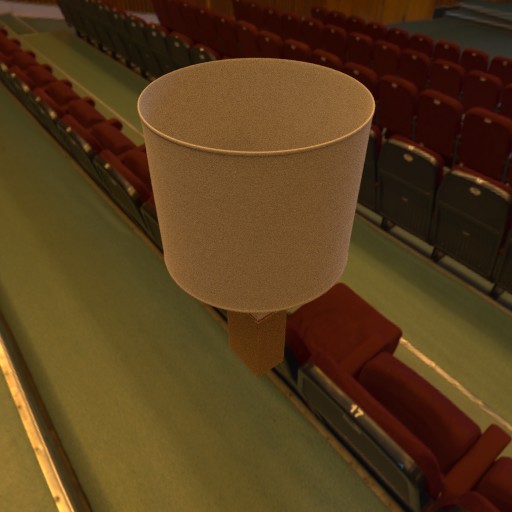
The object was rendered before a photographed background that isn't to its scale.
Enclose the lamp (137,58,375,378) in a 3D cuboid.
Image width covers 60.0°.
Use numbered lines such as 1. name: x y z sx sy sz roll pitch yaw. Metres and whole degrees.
1. lamp: 0.000 0.000 0.572 0.229 0.417 0.229 -27 48 -28
